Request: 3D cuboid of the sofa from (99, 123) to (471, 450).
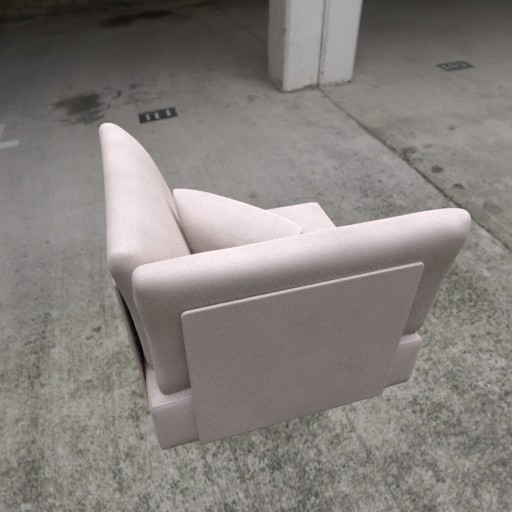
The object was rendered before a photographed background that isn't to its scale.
[{"bbox_3d":[0.000,0.000,1.719,1.000,0.820,1.000,-11,40,-13],"label":"sofa"}]
